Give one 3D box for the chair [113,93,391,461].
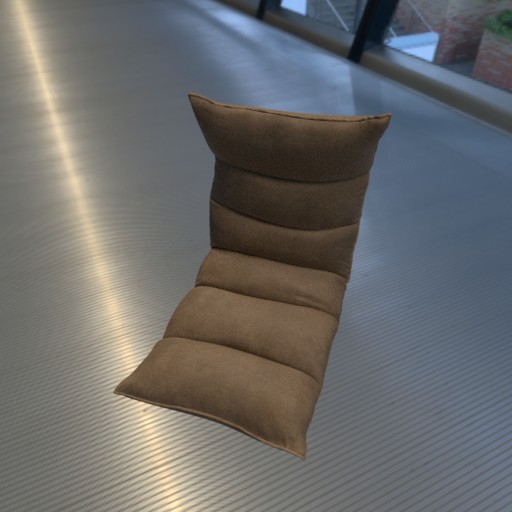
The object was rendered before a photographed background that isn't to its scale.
[{"bbox_3d":[0.000,0.000,1.588,0.714,0.892,0.985,13,42,15],"label":"chair"}]
